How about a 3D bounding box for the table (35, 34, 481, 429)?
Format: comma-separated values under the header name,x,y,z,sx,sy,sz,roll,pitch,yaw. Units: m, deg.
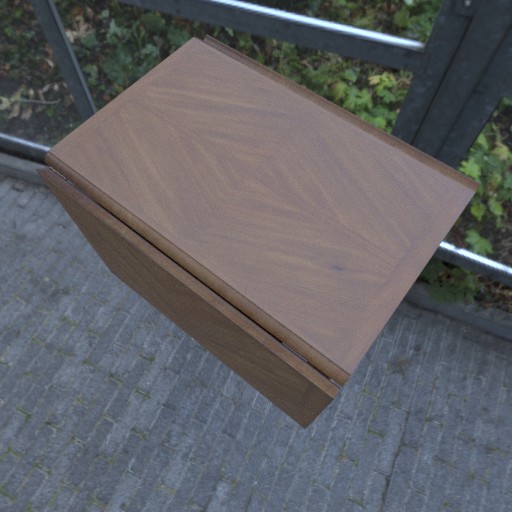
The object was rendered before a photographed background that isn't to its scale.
name,x,y,z,sx,sy,sz,roll,pitch,yaw
table,0.000,0.000,1.603,0.967,0.981,0.701,35,68,16
